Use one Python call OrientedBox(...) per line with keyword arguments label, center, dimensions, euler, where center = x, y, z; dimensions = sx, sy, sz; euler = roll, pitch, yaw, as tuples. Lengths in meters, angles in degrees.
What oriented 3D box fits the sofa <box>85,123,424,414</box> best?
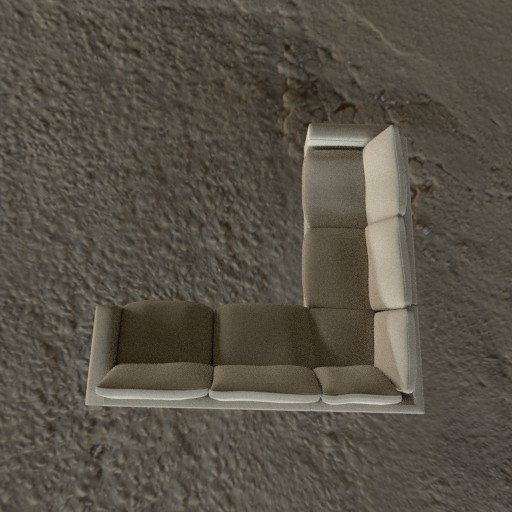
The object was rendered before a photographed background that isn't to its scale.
OrientedBox(label="sofa", center=(0.000, 0.000, 4.698), dimensions=(3.206, 0.918, 3.066), euler=(1, 76, 0))
